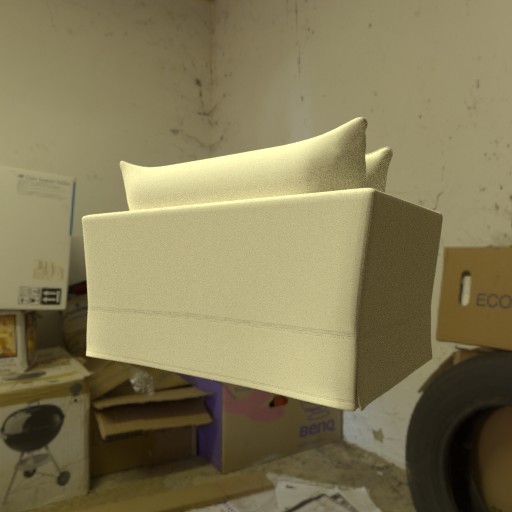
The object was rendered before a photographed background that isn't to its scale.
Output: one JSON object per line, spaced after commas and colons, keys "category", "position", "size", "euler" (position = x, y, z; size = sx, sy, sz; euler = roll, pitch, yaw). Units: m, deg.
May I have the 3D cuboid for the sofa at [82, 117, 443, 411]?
{"category": "sofa", "position": [0.000, 0.000, 2.279], "size": [1.608, 1.039, 1.026], "euler": [0, -1, 35]}
